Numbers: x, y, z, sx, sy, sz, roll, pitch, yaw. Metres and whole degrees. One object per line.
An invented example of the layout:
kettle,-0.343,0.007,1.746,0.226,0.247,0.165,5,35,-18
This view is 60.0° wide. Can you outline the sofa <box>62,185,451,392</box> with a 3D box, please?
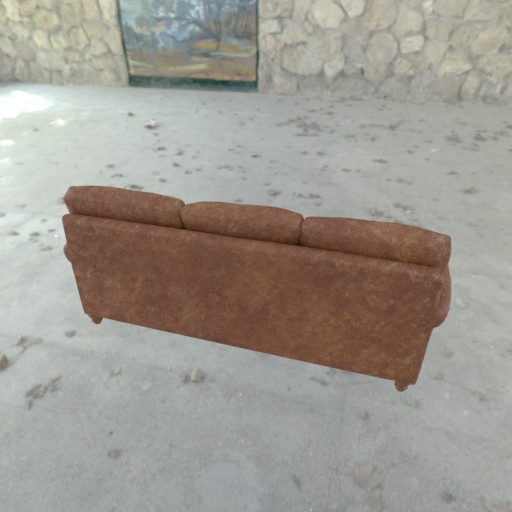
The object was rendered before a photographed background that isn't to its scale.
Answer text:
sofa,0.000,0.000,2.917,2.351,0.977,0.973,9,31,15
